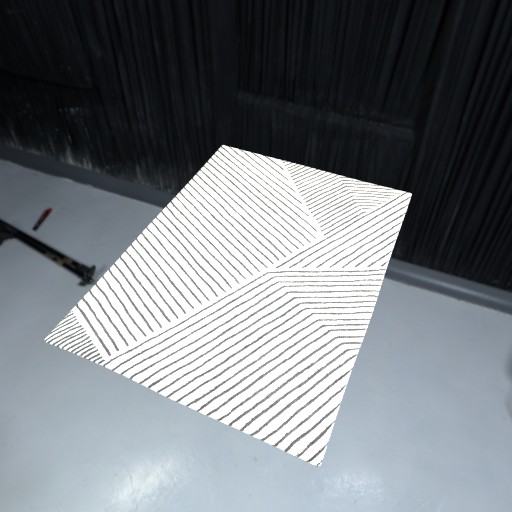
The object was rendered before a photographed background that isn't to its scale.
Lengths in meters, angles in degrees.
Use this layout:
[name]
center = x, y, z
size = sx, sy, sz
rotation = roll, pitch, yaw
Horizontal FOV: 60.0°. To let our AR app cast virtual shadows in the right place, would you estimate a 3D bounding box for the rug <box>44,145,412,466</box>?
[rug]
center = 0.000, 0.000, 3.287
size = 1.829, 0.028, 2.449
rotation = 18, 49, 17
